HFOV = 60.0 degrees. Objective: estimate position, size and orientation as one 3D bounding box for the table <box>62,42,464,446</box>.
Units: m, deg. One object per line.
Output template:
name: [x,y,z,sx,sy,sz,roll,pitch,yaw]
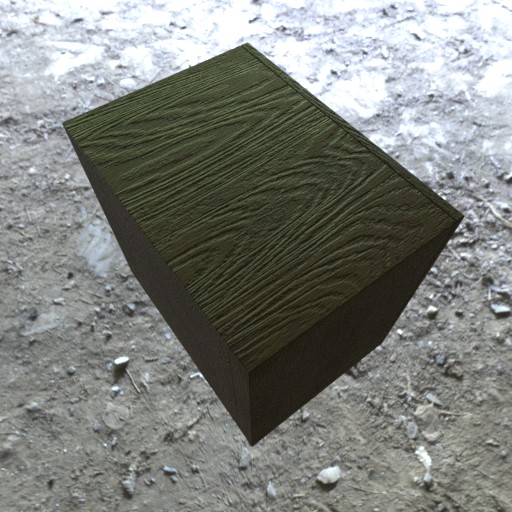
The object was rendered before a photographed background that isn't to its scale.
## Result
table: [0.000,0.000,0.978,0.439,0.585,0.560,-32,63,-19]
